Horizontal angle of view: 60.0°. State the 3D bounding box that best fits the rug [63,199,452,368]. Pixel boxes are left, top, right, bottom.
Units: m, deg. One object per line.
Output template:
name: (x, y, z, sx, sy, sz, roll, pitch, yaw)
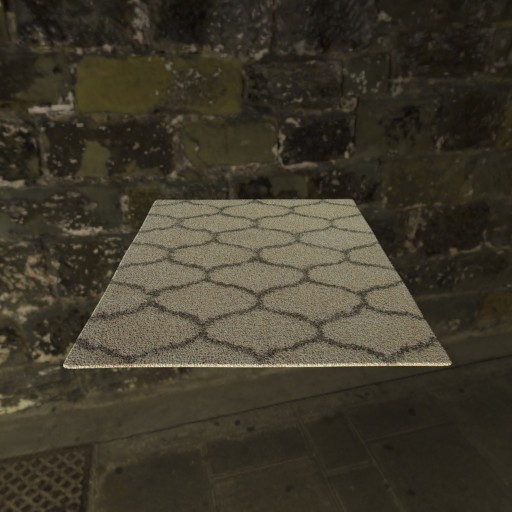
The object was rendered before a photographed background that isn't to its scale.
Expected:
rug: (0.000, 0.000, 4.045, 2.399, 0.026, 3.000, 0, 27, -1)
